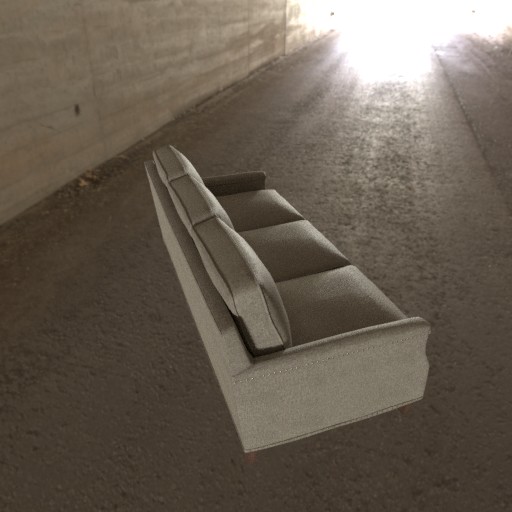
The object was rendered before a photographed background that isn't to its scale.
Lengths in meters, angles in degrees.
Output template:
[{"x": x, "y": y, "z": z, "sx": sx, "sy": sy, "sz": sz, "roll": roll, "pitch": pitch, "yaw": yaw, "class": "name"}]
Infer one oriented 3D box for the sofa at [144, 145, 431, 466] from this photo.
[{"x": 0.000, "y": 0.000, "z": 2.880, "sx": 1.084, "sy": 1.003, "sz": 2.246, "roll": -10, "pitch": 32, "yaw": -17, "class": "sofa"}]
